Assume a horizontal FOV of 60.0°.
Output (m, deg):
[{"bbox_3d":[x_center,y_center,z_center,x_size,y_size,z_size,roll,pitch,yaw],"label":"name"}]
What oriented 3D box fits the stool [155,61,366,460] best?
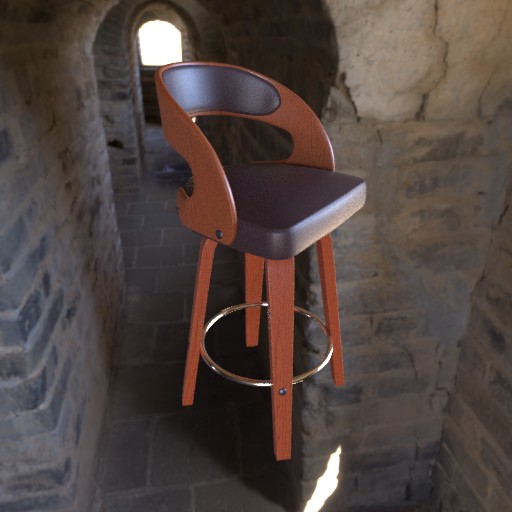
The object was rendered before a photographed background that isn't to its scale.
[{"bbox_3d":[0.000,0.000,1.184,0.457,0.940,0.457,17,32,31],"label":"stool"}]
